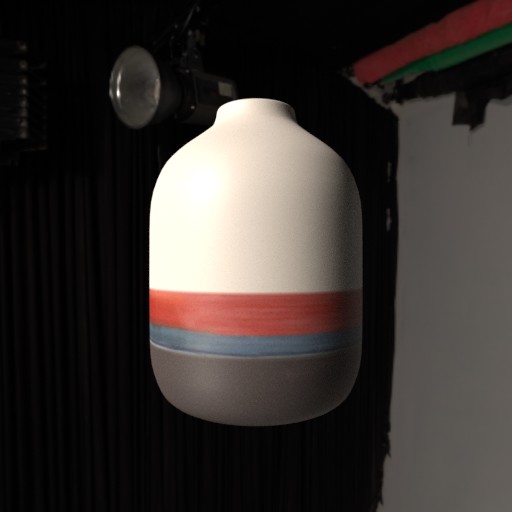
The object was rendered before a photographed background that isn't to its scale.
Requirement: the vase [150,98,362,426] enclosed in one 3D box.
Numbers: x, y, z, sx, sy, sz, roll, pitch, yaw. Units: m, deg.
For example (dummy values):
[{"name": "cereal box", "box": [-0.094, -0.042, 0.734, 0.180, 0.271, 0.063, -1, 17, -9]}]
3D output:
[{"name": "vase", "box": [0.000, 0.000, 0.363, 0.169, 0.237, 0.169, 0, -1, 0]}]
